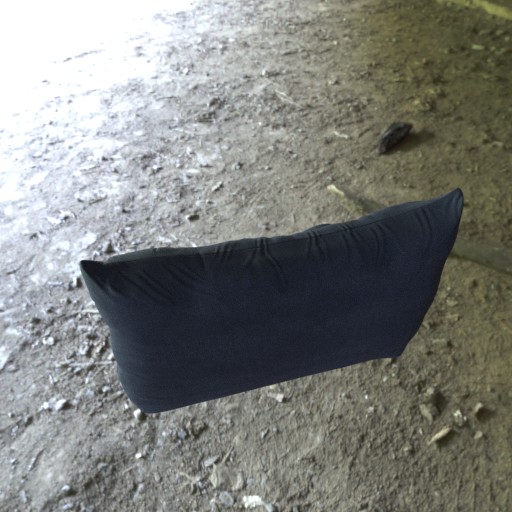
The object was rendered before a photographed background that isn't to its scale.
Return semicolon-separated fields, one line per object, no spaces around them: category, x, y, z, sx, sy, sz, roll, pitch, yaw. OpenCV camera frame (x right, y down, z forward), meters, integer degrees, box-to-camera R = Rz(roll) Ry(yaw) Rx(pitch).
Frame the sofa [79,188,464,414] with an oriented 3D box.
sofa;0.000;0.000;1.689;1.122;0.778;0.849;-10;42;-12
